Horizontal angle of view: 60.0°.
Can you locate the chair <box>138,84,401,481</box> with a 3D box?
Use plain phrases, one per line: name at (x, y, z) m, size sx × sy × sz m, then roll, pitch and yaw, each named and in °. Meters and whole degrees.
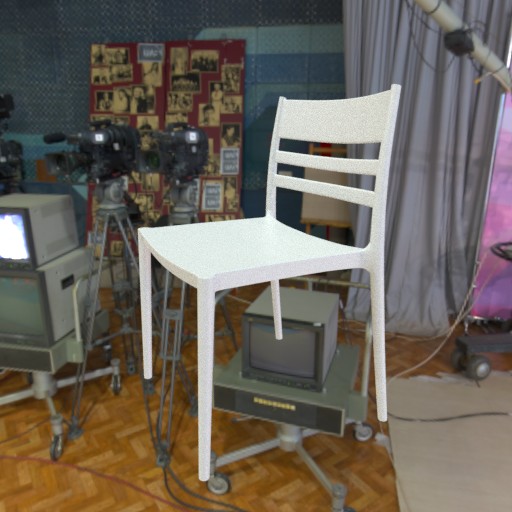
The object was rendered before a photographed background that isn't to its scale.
chair at (0.000, 0.000, 1.127) m, size 0.511 × 0.800 × 0.531 m, roll -9°, pitch 18°, yaw -27°
